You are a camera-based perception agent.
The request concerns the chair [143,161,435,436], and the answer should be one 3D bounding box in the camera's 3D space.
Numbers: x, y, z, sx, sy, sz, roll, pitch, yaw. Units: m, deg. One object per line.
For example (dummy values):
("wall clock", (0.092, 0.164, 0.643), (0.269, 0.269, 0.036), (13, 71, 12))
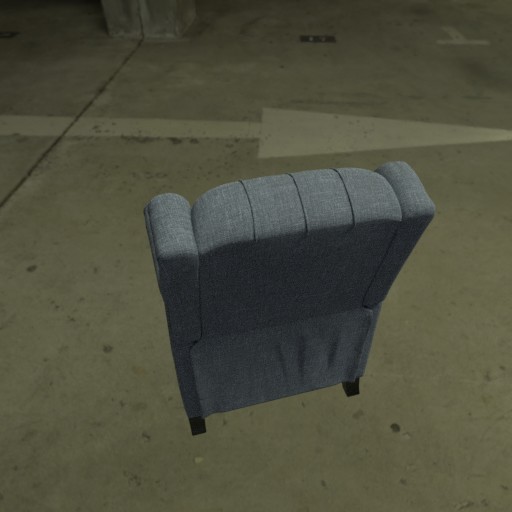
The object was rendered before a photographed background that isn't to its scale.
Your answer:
("chair", (0.000, 0.000, 1.604), (0.742, 1.035, 0.898), (-10, 41, -11))
